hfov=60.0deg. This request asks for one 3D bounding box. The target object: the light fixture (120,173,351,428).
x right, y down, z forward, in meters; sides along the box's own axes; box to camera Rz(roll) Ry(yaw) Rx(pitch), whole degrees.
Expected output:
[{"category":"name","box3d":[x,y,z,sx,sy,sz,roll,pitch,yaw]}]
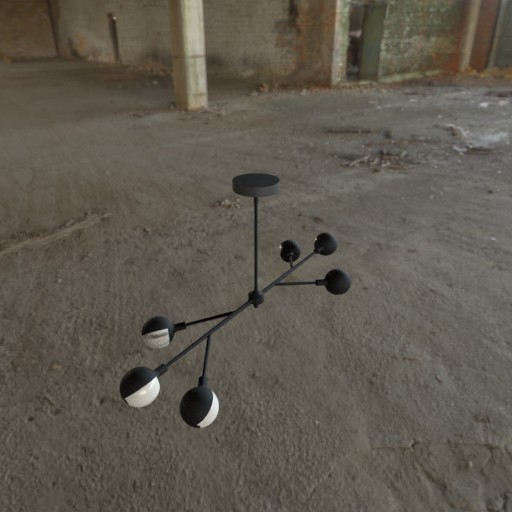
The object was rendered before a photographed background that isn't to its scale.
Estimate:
[{"category":"light fixture","box3d":[0.000,0.000,1.022,0.778,0.362,0.434,-20,33,-34]}]
